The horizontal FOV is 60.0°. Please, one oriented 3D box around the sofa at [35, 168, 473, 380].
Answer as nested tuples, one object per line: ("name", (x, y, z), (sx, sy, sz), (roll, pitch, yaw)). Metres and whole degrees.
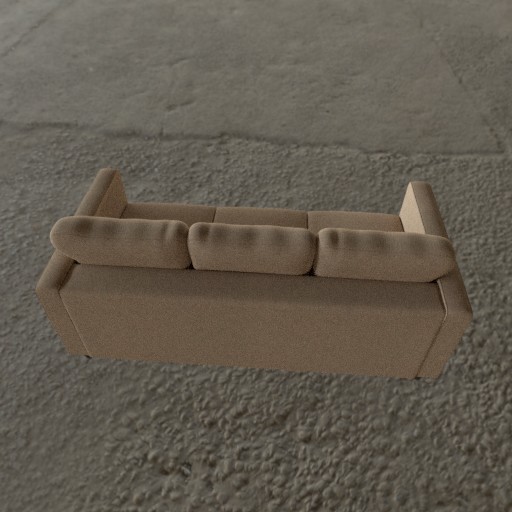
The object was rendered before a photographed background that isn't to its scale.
("sofa", (0.000, 0.000, 2.303), (1.855, 0.800, 0.930), (3, 46, 3))
